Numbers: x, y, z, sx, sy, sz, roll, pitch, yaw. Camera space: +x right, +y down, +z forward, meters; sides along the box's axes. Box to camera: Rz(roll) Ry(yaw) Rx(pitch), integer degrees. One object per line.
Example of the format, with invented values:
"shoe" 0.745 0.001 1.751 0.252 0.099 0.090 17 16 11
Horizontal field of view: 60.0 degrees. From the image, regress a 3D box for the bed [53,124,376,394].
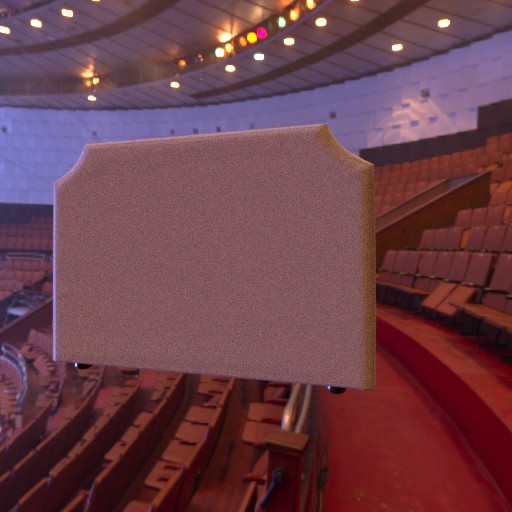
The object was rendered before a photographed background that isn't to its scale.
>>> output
"bed" 0.000 0.000 3.326 1.828 1.297 2.164 0 1 18
